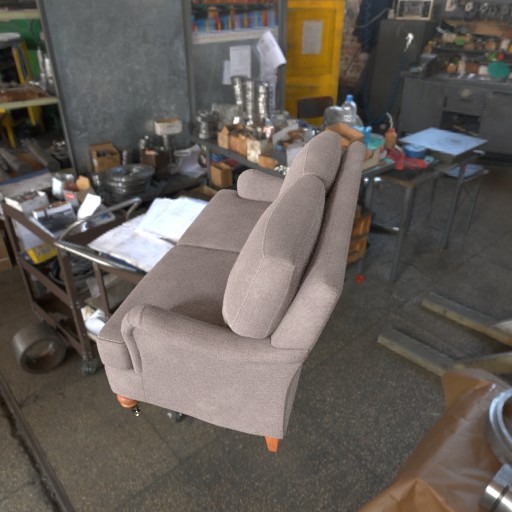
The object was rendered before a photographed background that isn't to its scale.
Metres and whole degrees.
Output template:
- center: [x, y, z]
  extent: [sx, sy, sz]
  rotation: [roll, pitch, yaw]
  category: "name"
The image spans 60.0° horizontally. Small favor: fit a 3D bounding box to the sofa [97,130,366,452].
- center: [0.000, 0.000, 2.620]
  extent: [1.084, 1.101, 1.853]
  rotation: [8, 32, 13]
  category: "sofa"
